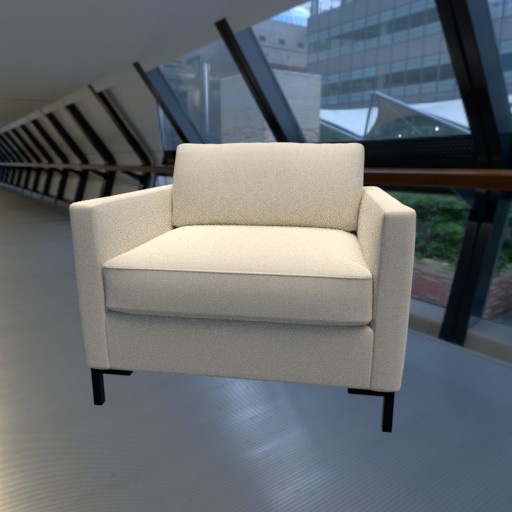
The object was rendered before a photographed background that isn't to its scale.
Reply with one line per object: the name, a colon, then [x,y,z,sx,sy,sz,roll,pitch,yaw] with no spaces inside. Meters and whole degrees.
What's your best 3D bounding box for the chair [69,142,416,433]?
chair: [0.000,0.000,1.600,0.964,0.806,0.875,2,13,9]
